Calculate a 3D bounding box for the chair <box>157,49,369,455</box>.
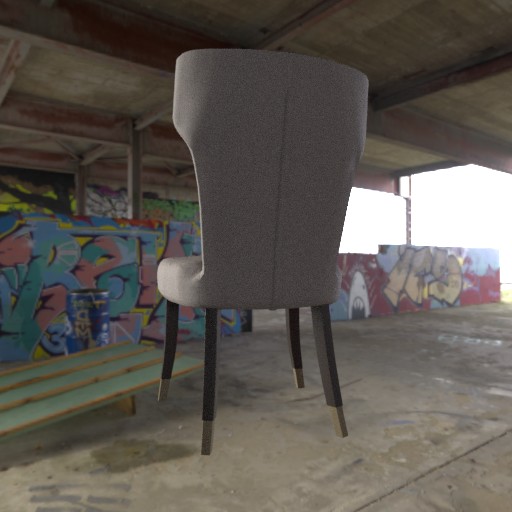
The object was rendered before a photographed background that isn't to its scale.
[{"bbox_3d":[0.000,0.000,1.292,0.526,0.950,0.630,0,0,-17],"label":"chair"}]
